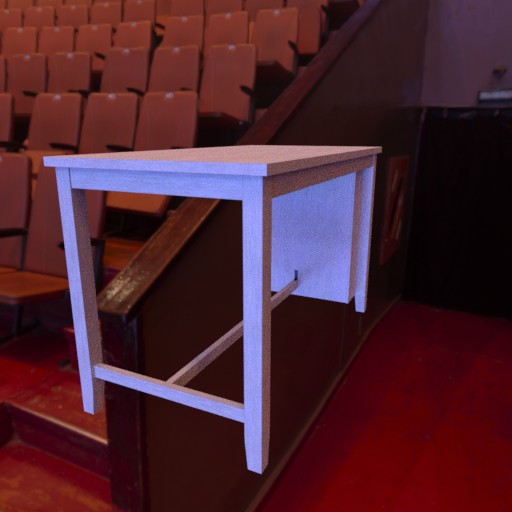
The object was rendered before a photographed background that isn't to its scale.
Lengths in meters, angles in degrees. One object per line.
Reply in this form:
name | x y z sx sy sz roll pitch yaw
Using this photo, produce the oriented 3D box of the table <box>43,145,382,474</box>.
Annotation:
table | 0.000 0.000 1.886 0.729 0.874 1.397 7 17 25
